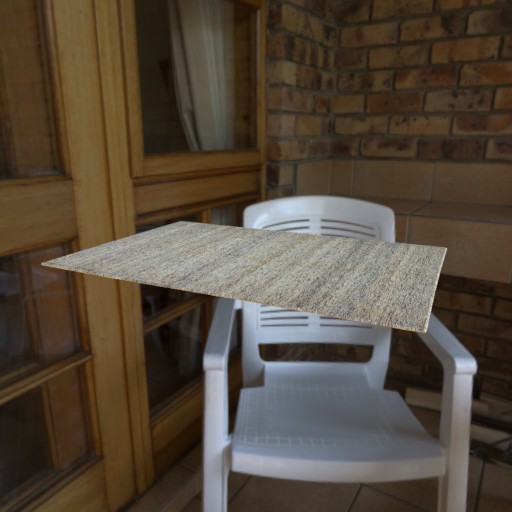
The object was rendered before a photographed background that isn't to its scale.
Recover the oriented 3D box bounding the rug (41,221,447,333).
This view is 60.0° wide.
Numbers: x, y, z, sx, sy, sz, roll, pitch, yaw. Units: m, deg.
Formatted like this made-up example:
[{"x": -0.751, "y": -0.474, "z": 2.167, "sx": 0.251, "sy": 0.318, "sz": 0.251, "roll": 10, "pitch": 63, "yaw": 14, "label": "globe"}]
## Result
[{"x": 0.000, "y": 0.000, "z": 2.397, "sx": 1.846, "sy": 0.014, "sz": 1.243, "roll": 7, "pitch": 17, "yaw": 25, "label": "rug"}]
